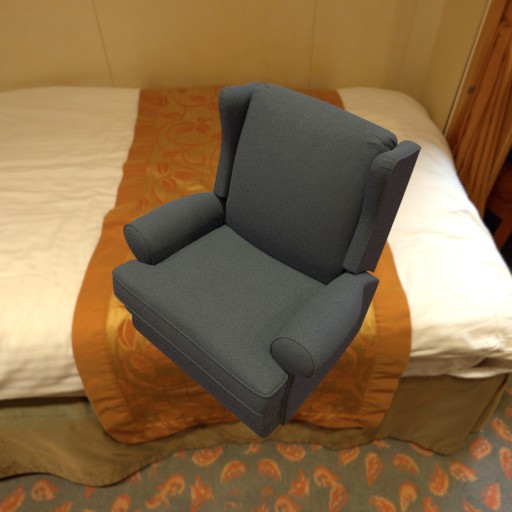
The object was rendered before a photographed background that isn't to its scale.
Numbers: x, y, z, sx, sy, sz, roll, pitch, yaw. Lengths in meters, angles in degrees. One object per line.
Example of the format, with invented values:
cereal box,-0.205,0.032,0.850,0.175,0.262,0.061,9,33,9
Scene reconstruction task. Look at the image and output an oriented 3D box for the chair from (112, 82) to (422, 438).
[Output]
chair,0.000,0.000,1.759,0.971,1.020,0.877,32,54,27
